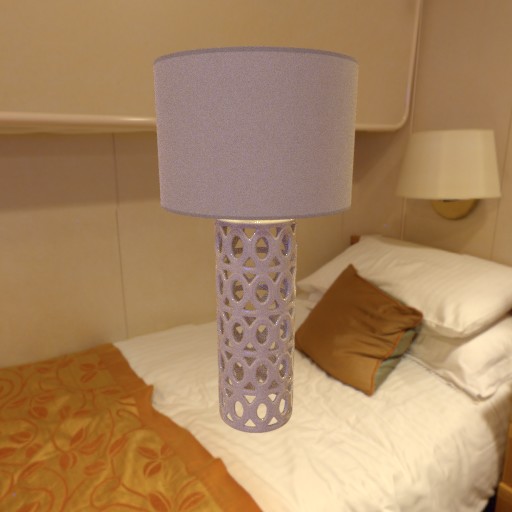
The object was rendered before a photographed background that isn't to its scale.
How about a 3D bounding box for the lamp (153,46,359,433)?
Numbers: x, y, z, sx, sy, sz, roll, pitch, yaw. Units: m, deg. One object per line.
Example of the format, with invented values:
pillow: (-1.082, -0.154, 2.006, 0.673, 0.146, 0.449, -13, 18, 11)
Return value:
lamp: (0.000, 0.000, 0.799, 0.325, 0.636, 0.324, 2, 15, 9)
